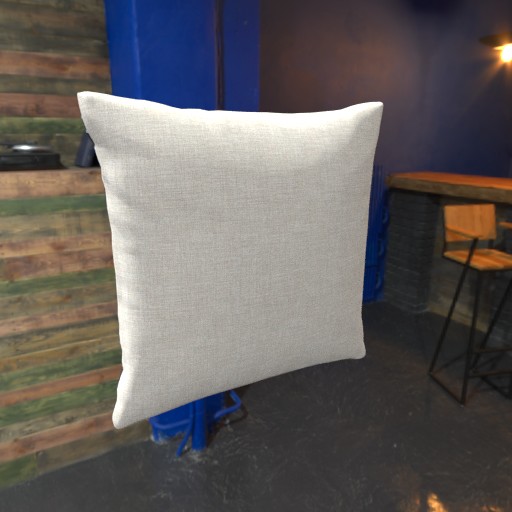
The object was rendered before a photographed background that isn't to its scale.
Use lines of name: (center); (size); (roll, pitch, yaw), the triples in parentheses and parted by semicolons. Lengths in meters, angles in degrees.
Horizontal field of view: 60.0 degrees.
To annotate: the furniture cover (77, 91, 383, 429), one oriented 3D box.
furniture cover: (0.000, 0.000, 0.750); (0.517, 0.508, 0.158); (-8, 18, -27)
